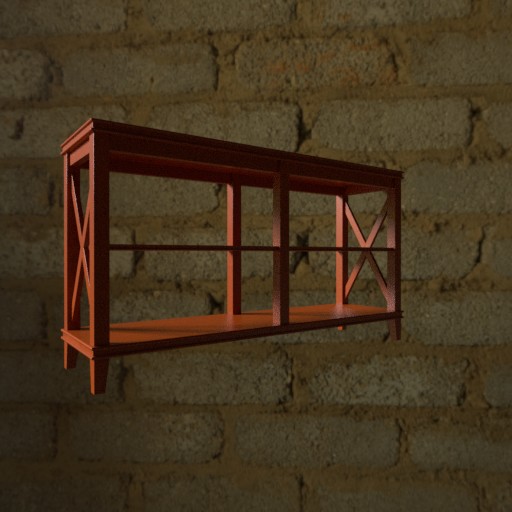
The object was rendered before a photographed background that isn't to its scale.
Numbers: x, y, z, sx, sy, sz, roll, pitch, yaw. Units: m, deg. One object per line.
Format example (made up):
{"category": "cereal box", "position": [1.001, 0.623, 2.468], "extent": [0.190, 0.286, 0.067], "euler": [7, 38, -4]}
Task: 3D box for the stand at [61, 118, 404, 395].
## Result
{"category": "stand", "position": [0.000, 0.000, 1.761], "extent": [1.372, 0.762, 0.381], "euler": [0, 0, -35]}
